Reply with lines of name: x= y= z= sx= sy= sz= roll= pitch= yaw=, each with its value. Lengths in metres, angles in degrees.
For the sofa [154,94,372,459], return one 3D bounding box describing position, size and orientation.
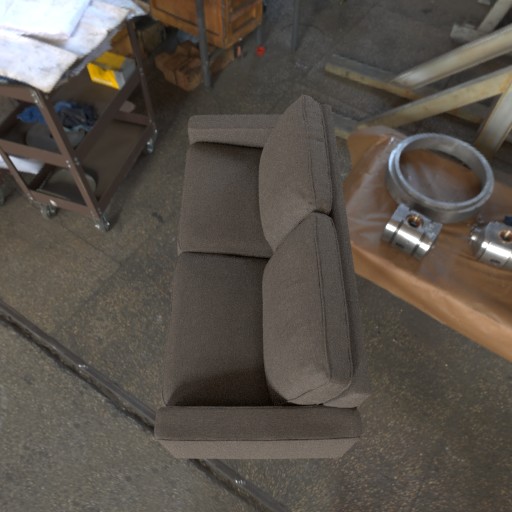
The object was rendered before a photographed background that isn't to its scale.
sofa: x=0.000 y=0.000 z=2.566 sx=0.940 sy=0.919 sz=2.080 roll=0 pitch=58 yaw=0
